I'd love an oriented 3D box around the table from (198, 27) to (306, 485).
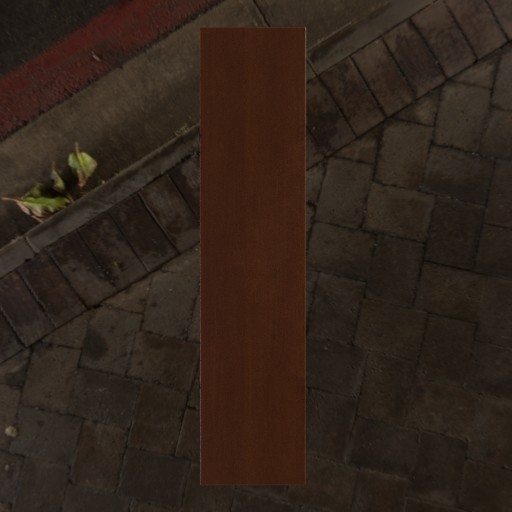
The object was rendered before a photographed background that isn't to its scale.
[{"bbox_3d":[0.000,0.000,1.527,0.308,0.698,1.220,0,91,0],"label":"table"}]
